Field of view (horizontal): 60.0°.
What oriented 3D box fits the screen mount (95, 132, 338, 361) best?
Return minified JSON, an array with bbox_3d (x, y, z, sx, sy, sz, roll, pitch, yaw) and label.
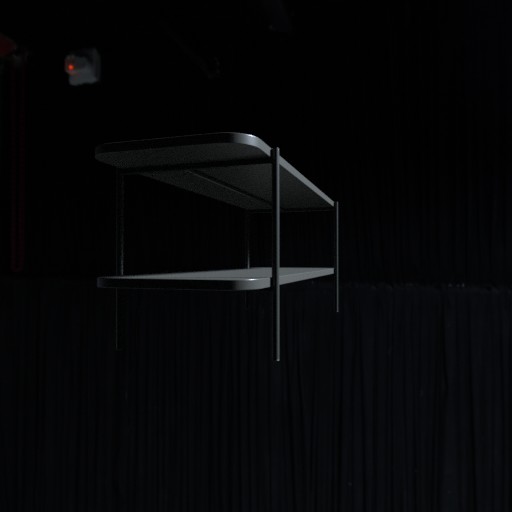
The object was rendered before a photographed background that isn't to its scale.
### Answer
[{"bbox_3d":[0.000,0.000,1.426,0.400,0.447,1.200,0,0,18],"label":"screen mount"}]
